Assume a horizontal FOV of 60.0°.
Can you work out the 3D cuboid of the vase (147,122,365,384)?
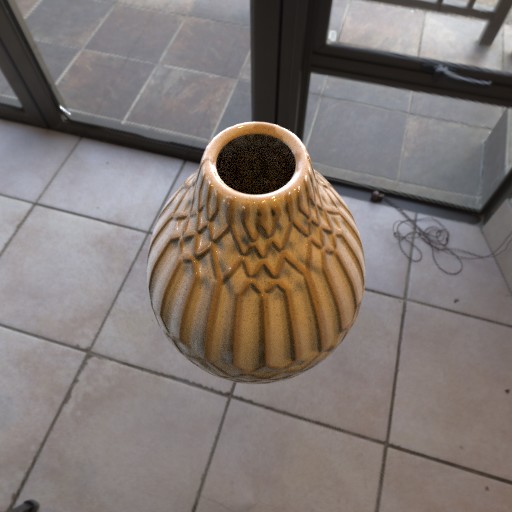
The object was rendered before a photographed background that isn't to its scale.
[{"bbox_3d":[0.000,0.000,0.309,0.159,0.200,0.159,0,61,0],"label":"vase"}]
